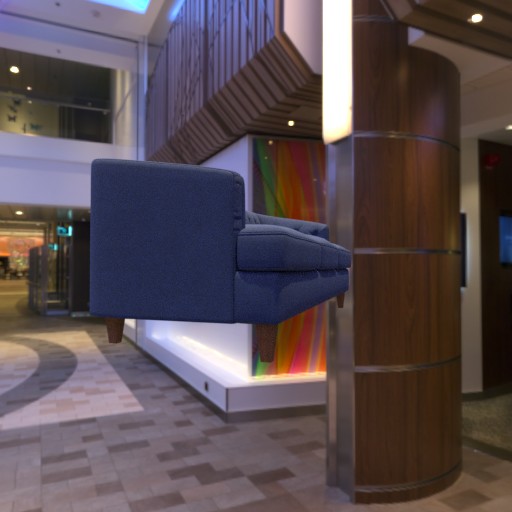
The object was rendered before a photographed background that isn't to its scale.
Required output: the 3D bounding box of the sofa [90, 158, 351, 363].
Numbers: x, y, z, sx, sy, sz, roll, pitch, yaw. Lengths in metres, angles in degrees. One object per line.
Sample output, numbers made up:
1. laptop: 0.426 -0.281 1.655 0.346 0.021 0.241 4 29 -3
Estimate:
1. sofa: 0.000 0.000 2.663 0.914 0.787 2.235 0 -1 18
